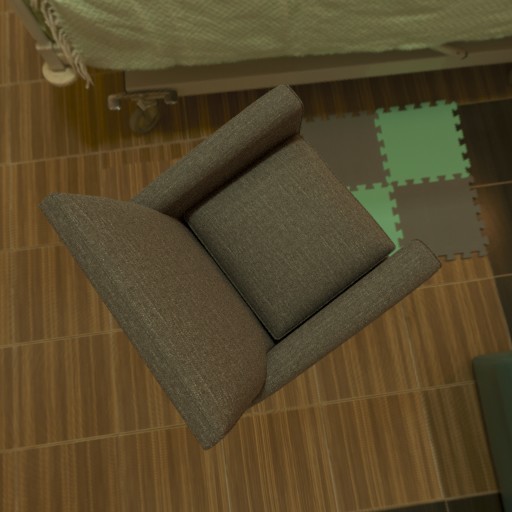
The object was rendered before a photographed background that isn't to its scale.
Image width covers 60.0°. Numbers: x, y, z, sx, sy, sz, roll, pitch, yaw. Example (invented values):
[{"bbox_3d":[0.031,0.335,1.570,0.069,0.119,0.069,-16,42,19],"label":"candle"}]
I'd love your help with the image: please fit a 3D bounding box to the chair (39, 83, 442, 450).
[{"bbox_3d":[0.000,0.000,1.574,0.875,0.885,0.838,-36,79,-8],"label":"chair"}]
